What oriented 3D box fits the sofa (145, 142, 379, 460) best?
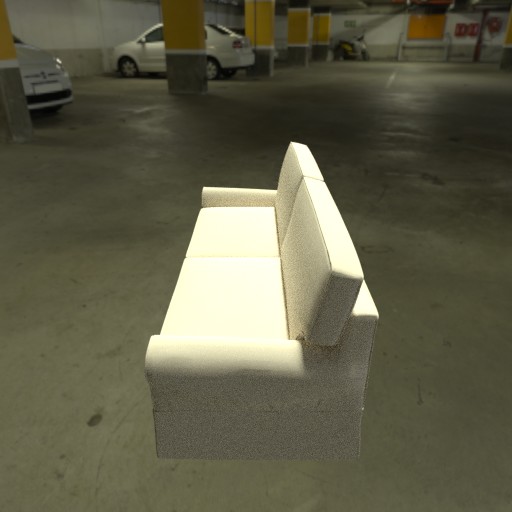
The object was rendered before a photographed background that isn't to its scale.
[{"bbox_3d":[0.000,0.000,2.495,0.862,0.937,2.021,0,26,0],"label":"sofa"}]
